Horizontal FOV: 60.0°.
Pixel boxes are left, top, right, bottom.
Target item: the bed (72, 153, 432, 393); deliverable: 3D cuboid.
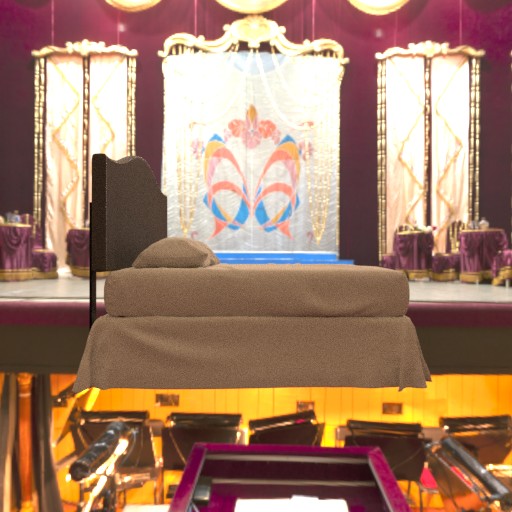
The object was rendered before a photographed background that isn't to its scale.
[{"bbox_3d":[0.000,0.000,3.784,2.219,1.651,2.314,0,0,0],"label":"bed"}]
